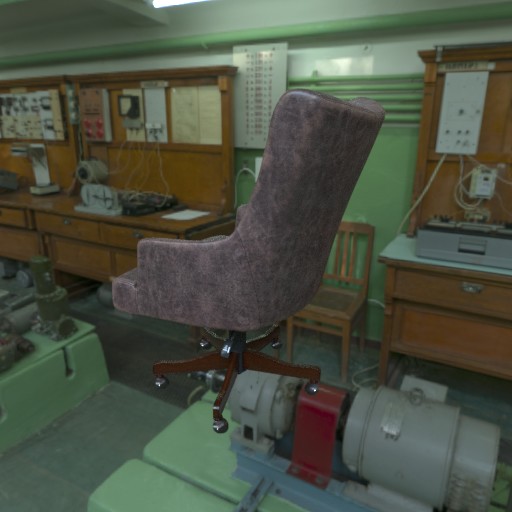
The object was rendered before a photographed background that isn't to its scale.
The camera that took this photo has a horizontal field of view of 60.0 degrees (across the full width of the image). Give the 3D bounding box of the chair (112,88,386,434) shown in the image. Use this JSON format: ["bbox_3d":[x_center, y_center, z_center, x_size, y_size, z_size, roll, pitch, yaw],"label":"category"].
[{"bbox_3d":[0.000,0.000,1.516,0.762,1.035,0.641,9,20,26],"label":"chair"}]
